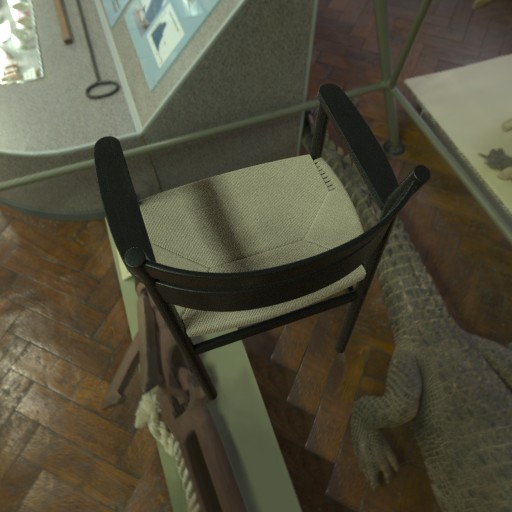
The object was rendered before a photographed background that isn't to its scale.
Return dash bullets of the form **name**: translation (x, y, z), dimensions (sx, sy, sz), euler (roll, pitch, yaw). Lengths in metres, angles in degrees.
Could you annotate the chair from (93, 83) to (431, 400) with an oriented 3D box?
- **chair**: translation (0.000, 0.000, 1.173), dimensions (0.630, 0.775, 0.508), euler (-17, 59, -10)
